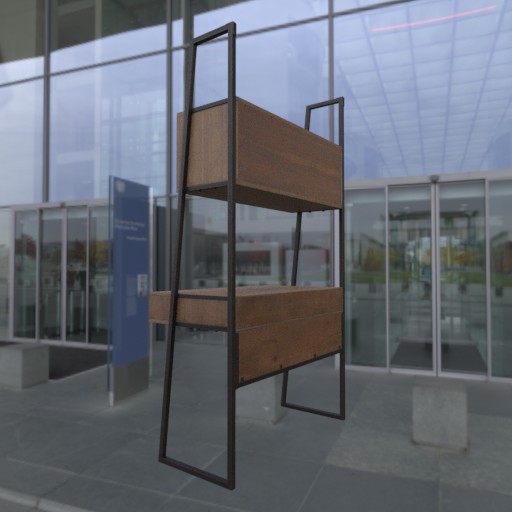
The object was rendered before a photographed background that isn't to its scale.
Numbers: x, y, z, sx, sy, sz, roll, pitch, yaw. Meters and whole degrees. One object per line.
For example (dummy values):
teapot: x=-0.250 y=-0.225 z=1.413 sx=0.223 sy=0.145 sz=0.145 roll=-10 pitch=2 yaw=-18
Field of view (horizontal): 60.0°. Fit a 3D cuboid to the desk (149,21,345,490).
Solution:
desk: x=0.000 y=0.000 z=2.247 sx=0.515 sy=1.809 sz=0.982 roll=-1 pitch=-2 yaw=37
